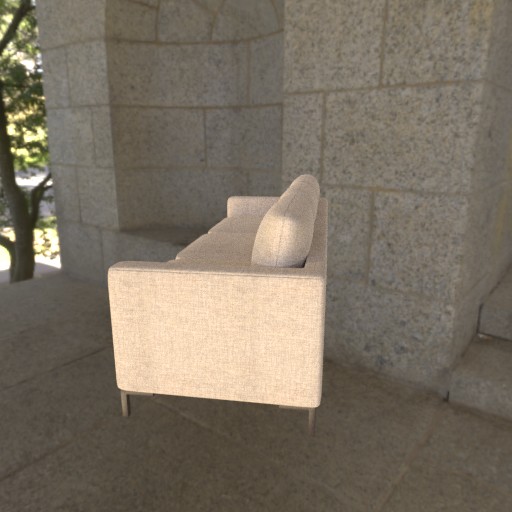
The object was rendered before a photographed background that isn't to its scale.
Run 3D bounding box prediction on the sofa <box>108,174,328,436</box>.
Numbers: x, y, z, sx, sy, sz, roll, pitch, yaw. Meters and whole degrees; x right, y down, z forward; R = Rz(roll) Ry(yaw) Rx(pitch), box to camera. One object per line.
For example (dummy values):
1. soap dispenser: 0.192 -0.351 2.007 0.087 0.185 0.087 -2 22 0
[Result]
1. sofa: 0.000 0.000 2.744 0.859 0.874 2.218 2 15 9
